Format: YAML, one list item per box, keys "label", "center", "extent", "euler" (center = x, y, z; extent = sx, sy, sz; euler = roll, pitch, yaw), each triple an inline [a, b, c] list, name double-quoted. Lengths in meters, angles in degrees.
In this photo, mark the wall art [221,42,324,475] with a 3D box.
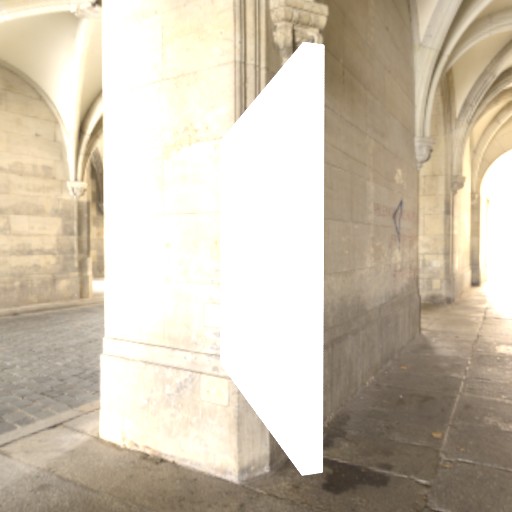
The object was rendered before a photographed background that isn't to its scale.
- label: "wall art"
  center: [0.000, 0.000, 1.150]
  extent: [0.040, 0.762, 0.762]
  euler: [0, 2, -15]
